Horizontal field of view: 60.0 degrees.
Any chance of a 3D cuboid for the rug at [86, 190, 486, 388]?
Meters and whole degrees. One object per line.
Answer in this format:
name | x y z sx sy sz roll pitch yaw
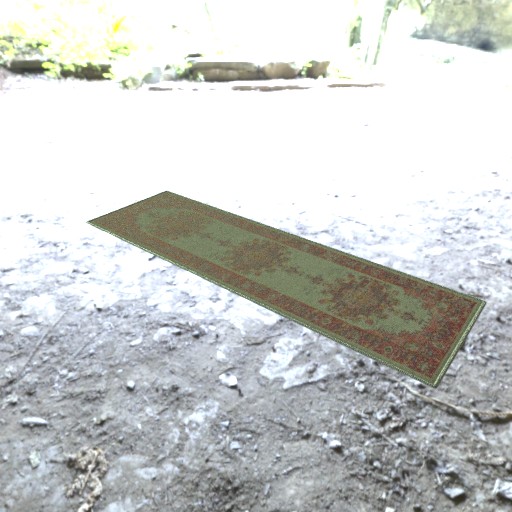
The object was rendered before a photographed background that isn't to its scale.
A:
rug | 0.000 0.000 2.003 1.824 0.009 0.562 22 37 33
